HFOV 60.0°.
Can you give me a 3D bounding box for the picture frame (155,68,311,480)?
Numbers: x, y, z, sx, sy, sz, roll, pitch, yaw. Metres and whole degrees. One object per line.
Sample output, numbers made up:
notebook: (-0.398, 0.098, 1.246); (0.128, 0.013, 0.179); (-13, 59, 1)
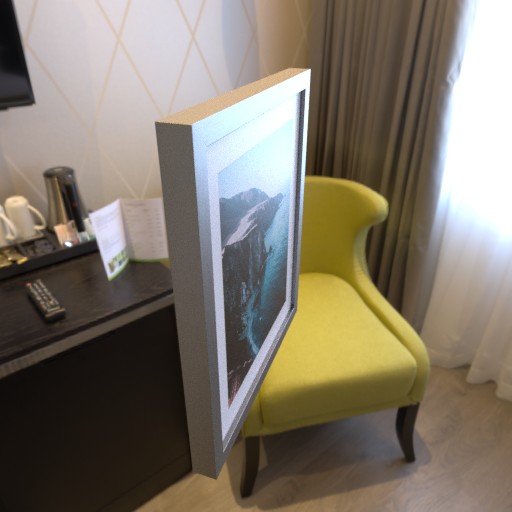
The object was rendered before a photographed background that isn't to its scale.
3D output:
picture frame: (0.000, 0.000, 1.345); (0.073, 0.968, 0.839); (10, 31, 17)
